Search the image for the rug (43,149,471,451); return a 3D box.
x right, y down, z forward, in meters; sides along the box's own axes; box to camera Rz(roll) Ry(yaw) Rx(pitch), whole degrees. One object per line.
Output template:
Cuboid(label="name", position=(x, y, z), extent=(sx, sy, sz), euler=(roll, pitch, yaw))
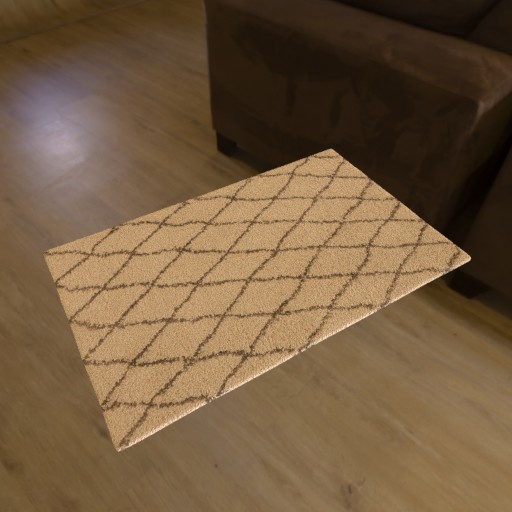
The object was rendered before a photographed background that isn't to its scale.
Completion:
Cuboid(label="rug", position=(0.000, 0.000, 2.969), extent=(2.438, 0.030, 1.524), euler=(-23, 51, -21))
